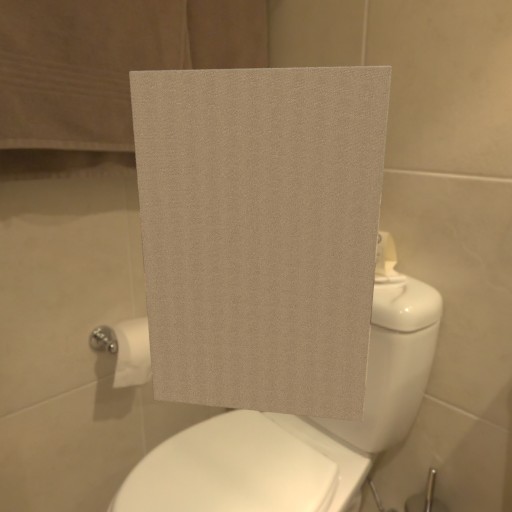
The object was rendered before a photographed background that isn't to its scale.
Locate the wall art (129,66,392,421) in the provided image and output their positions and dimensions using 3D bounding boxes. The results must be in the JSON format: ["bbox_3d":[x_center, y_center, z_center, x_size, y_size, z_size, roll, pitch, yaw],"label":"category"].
[{"bbox_3d":[0.000,0.000,1.170,0.609,0.911,0.061,3,17,9],"label":"wall art"}]
